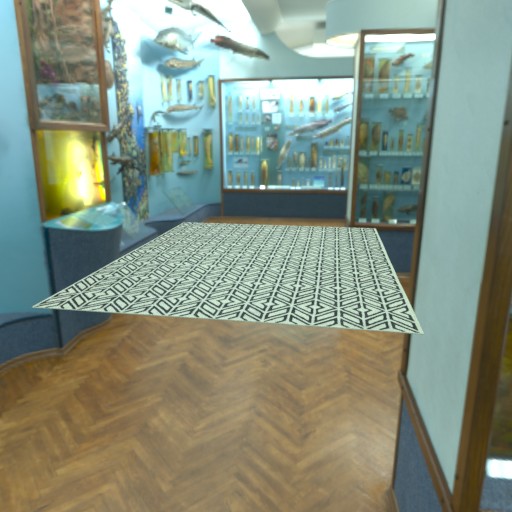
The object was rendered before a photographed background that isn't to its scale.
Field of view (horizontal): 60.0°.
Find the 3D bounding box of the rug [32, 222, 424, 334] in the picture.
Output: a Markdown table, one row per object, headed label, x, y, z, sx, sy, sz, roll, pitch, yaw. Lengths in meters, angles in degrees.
| label | x | y | z | sx | sy | sz | roll | pitch | yaw |
| --- | --- | --- | --- | --- | --- | --- | --- | --- | --- |
| rug | 0.000 | 0.000 | 4.115 | 2.421 | 0.008 | 3.045 | 3 | 15 | 9 |
